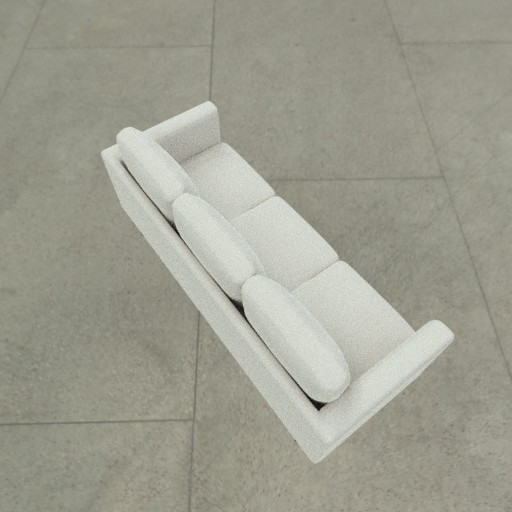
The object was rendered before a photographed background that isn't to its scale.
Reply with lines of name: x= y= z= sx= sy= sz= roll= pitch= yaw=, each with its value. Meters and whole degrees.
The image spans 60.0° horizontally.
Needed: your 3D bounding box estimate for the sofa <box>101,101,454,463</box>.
sofa: x=0.000 y=0.000 z=2.509 sx=0.802 sy=0.912 sz=2.029 roll=-32 pitch=63 yaw=-19
